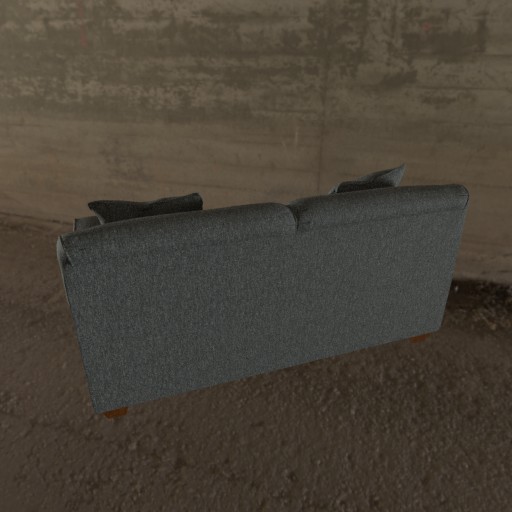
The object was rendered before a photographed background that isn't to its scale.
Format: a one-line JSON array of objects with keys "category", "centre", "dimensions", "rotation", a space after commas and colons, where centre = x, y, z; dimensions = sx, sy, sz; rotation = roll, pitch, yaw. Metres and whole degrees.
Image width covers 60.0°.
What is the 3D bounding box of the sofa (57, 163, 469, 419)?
[{"category": "sofa", "centre": [0.000, 0.000, 2.420], "dimensions": [1.846, 0.958, 0.998], "rotation": [-9, 29, -17]}]
